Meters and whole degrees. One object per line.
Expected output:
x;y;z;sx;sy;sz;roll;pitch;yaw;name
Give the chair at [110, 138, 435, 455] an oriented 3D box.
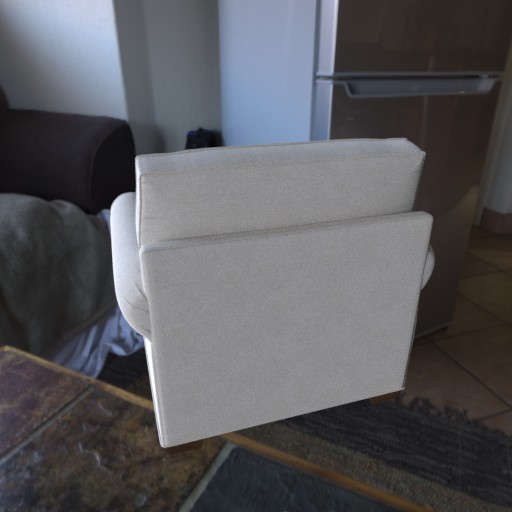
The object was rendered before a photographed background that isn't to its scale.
0.000;0.000;1.709;1.040;0.955;0.863;-8;26;-16;chair
